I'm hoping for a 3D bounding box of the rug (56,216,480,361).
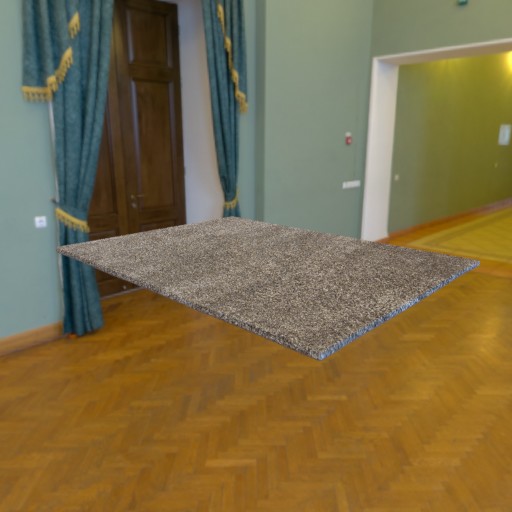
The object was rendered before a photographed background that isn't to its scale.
[{"bbox_3d":[0.000,0.000,2.078,1.601,0.025,1.198,14,21,42],"label":"rug"}]
